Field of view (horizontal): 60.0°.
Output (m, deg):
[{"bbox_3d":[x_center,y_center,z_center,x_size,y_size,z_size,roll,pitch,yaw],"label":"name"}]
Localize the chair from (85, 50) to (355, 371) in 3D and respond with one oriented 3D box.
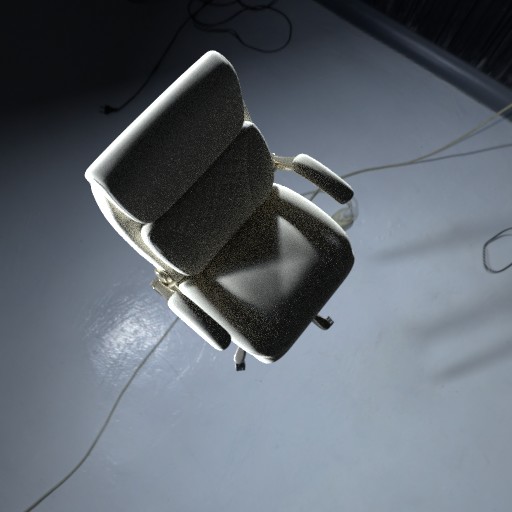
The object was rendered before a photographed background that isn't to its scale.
[{"bbox_3d":[0.000,0.000,1.612,0.794,1.110,0.740,35,77,9],"label":"chair"}]
